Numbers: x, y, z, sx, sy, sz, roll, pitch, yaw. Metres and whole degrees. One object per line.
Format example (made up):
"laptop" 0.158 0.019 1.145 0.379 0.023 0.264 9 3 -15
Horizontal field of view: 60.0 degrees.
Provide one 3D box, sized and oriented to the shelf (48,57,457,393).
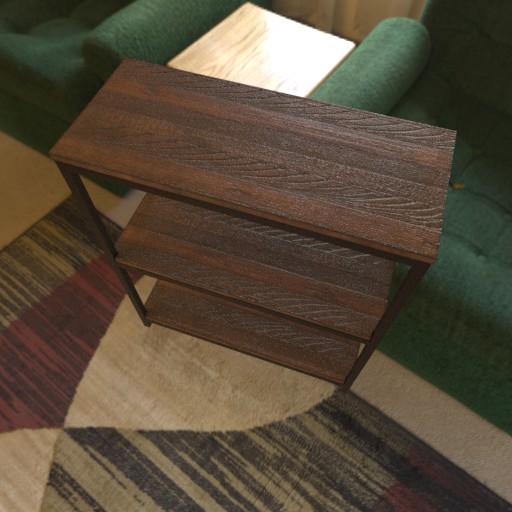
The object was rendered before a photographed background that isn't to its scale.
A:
"shelf" 0.000 0.000 1.371 0.822 0.947 0.352 16 60 10
